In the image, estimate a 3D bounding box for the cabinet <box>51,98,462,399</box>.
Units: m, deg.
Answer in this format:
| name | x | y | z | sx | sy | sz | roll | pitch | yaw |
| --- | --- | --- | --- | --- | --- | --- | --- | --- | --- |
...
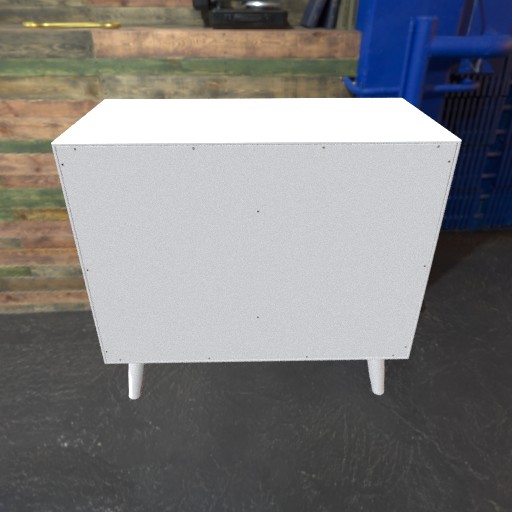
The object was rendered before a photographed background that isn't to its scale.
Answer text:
| name | x | y | z | sx | sy | sz | roll | pitch | yaw |
| --- | --- | --- | --- | --- | --- | --- | --- | --- | --- |
| cabinet | 0.000 | 0.000 | 1.229 | 0.800 | 0.761 | 0.398 | -1 | 31 | -1 |
